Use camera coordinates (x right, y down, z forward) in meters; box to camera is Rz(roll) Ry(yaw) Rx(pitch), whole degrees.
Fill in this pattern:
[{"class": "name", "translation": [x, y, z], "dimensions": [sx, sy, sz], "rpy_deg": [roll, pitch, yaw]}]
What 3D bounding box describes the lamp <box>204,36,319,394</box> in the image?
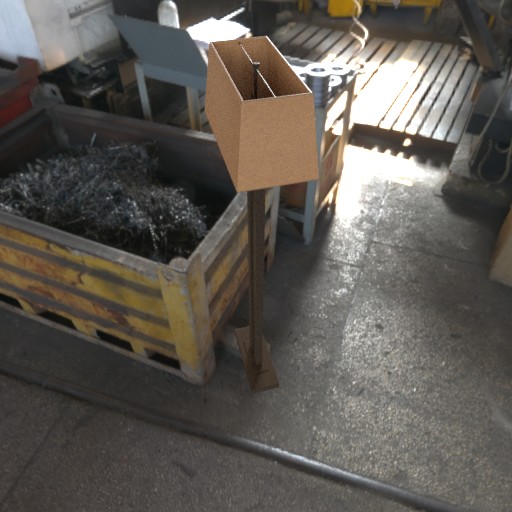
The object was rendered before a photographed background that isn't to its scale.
[{"class": "lamp", "translation": [0.000, 0.000, 1.713], "dimensions": [0.233, 1.469, 0.475], "rpy_deg": [-11, 46, -11]}]
